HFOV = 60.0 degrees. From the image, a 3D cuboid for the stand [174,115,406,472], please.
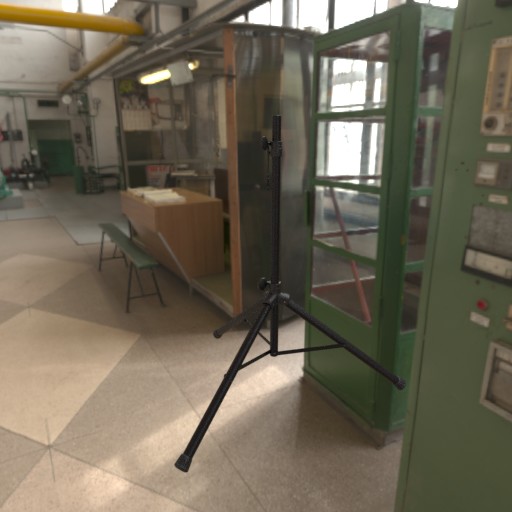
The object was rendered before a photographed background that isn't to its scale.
[{"bbox_3d":[0.000,0.000,1.894,1.045,1.136,0.907,-8,17,-27],"label":"stand"}]
